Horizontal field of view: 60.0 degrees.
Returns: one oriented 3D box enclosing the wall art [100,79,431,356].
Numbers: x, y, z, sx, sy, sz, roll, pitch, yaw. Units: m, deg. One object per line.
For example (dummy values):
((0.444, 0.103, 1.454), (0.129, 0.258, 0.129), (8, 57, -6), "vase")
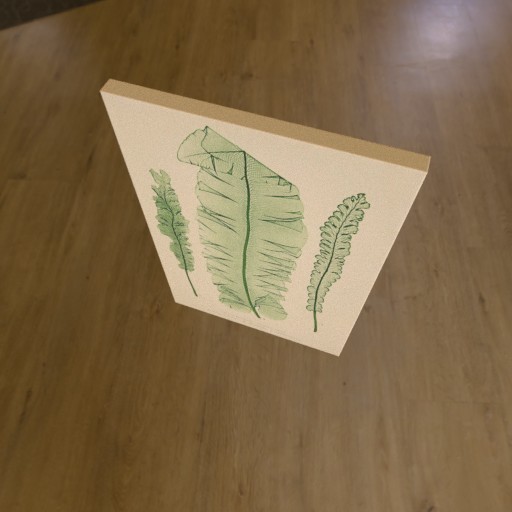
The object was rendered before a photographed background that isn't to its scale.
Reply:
((0.000, 0.000, 1.180), (0.610, 0.914, 0.038), (17, 60, 10), "wall art")
